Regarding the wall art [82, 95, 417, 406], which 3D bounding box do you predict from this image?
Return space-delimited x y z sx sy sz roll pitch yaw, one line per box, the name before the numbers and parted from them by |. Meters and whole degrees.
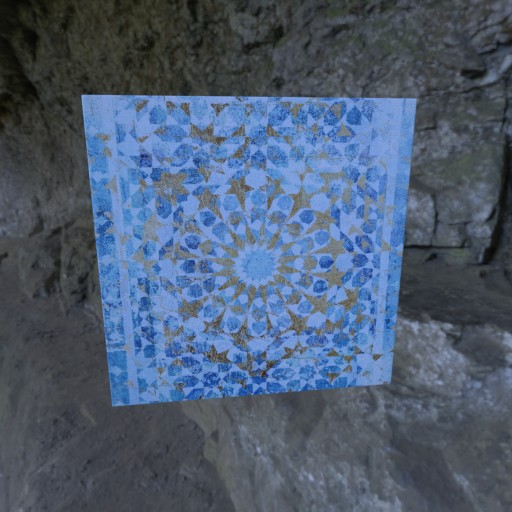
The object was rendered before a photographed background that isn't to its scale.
wall art | 0.000 0.000 0.602 0.405 0.405 0.037 -2 16 -8
